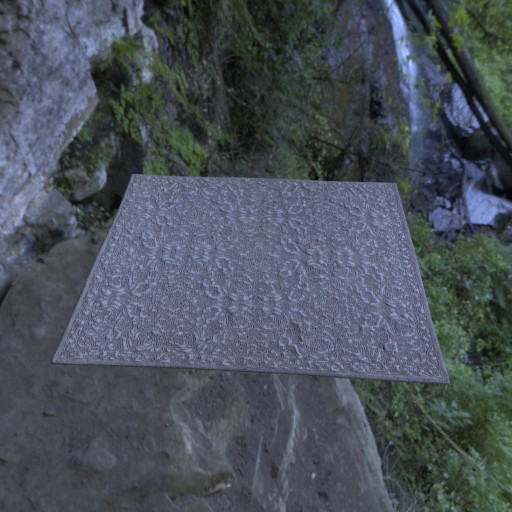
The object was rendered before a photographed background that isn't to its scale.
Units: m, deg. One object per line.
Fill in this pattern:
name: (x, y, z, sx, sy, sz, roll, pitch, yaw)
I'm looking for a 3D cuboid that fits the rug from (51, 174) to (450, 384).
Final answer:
rug: (0.000, 0.000, 4.183, 3.017, 0.035, 2.472, 2, 46, 2)
